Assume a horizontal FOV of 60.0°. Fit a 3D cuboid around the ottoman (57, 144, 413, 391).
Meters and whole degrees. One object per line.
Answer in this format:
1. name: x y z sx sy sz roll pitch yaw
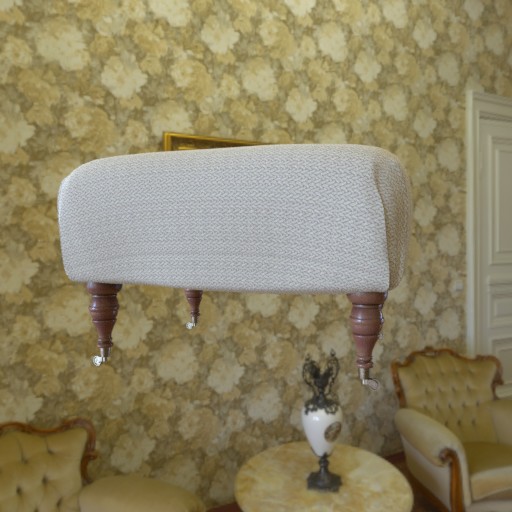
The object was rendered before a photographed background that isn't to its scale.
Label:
1. ottoman: 0.000 0.000 1.048 0.684 0.447 0.622 0 1 17
